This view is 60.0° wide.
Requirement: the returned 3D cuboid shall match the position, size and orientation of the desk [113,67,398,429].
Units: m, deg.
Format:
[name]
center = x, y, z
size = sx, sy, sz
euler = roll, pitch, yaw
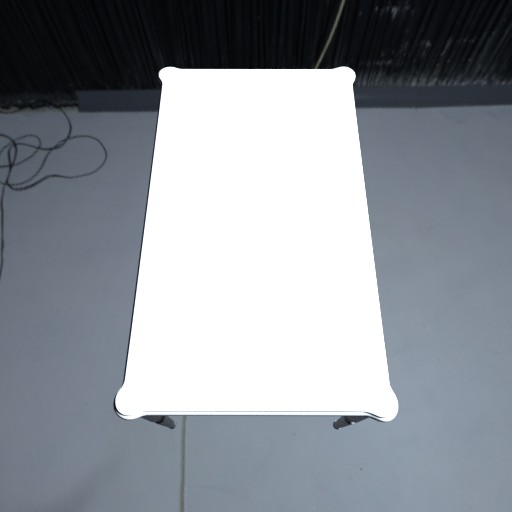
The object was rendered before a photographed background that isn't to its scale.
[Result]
[desk]
center = 0.000, 0.000, 1.867
size = 0.807, 0.762, 1.380
euler = 0, 64, 0
